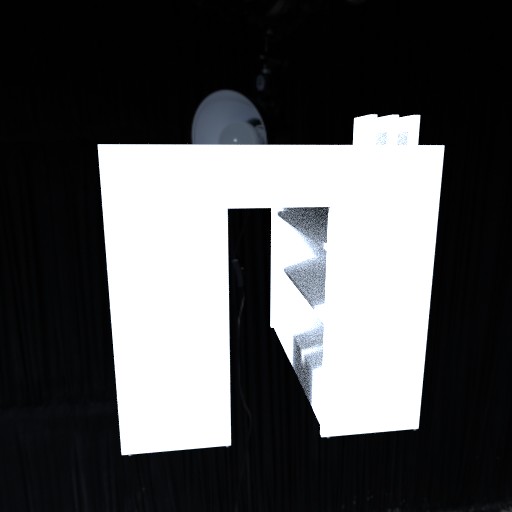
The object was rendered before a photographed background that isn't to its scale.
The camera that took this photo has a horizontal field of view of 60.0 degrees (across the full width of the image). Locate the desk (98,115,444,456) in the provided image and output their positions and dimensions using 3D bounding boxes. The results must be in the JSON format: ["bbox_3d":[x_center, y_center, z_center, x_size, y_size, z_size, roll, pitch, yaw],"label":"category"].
[{"bbox_3d":[0.000,0.000,1.731,0.940,0.986,0.940,-2,13,-8],"label":"desk"}]
